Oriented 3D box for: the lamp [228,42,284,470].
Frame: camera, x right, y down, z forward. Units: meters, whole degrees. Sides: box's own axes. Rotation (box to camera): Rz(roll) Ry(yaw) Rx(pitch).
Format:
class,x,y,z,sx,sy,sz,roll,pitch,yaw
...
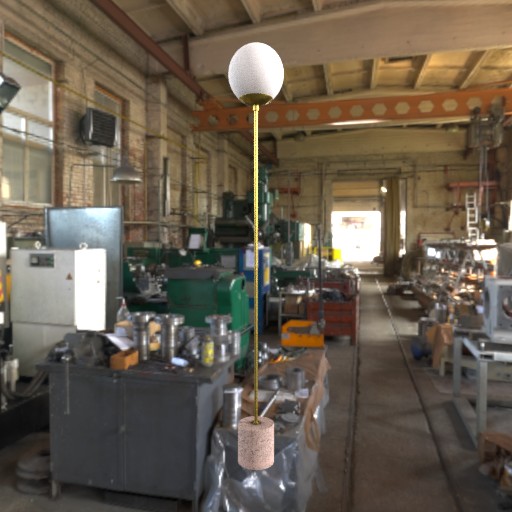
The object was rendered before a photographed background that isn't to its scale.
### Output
class,x,y,z,sx,sy,sz,roll,pitch,yaw
lamp,0.000,0.000,1.861,0.229,1.748,0.229,-1,2,-20
